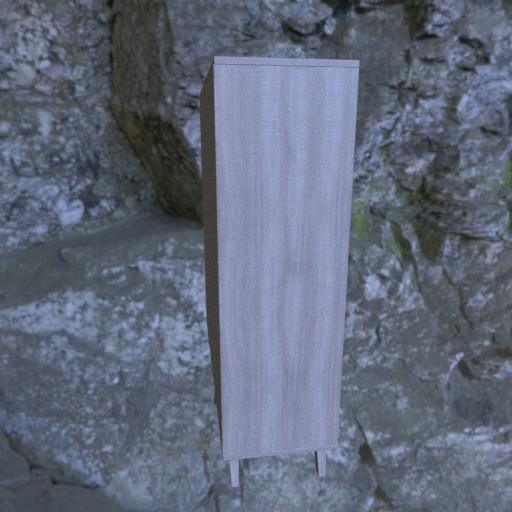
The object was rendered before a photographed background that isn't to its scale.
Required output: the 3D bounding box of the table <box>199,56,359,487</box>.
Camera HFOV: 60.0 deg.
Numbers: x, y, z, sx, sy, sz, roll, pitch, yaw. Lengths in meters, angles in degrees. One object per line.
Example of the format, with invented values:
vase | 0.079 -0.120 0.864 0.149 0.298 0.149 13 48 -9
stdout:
table | 0.000 0.000 1.889 0.398 1.388 1.111 -2 15 -9
